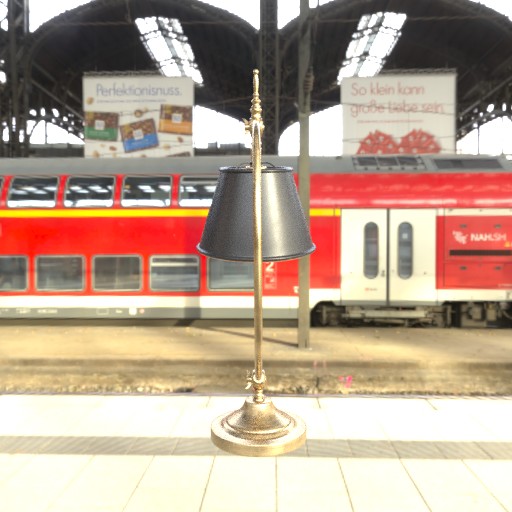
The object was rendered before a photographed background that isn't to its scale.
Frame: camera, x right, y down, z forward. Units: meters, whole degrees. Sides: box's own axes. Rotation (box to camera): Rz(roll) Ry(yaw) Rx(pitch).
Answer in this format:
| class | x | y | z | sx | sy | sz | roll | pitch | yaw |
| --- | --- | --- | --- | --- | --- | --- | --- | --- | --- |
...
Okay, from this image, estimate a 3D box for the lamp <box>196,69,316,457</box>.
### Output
| class | x | y | z | sx | sy | sz | roll | pitch | yaw |
| --- | --- | --- | --- | --- | --- | --- | --- | --- | --- |
| lamp | 0.000 | 0.000 | 0.817 | 0.235 | 0.675 | 0.344 | 0 | 1 | 0 |
